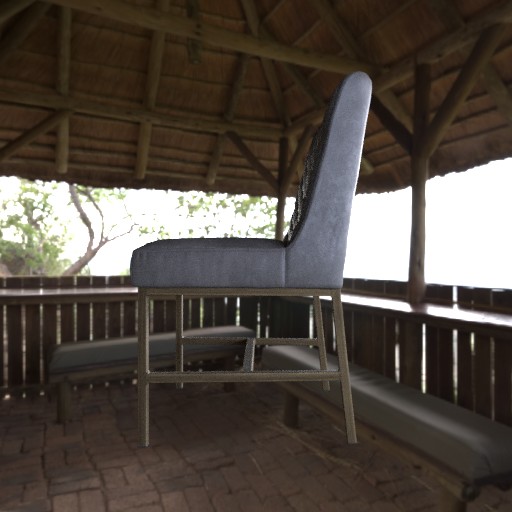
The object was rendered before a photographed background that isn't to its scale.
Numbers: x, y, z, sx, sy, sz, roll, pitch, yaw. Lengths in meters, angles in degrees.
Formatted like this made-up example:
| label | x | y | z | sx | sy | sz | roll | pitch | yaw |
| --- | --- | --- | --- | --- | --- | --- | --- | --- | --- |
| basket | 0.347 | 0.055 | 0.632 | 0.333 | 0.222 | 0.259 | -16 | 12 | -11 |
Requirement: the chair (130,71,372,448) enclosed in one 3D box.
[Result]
| label | x | y | z | sx | sy | sz | roll | pitch | yaw |
| --- | --- | --- | --- | --- | --- | --- | --- | --- | --- |
| chair | 0.000 | 0.000 | 1.262 | 0.587 | 0.889 | 0.508 | 0 | 0 | 1 |
